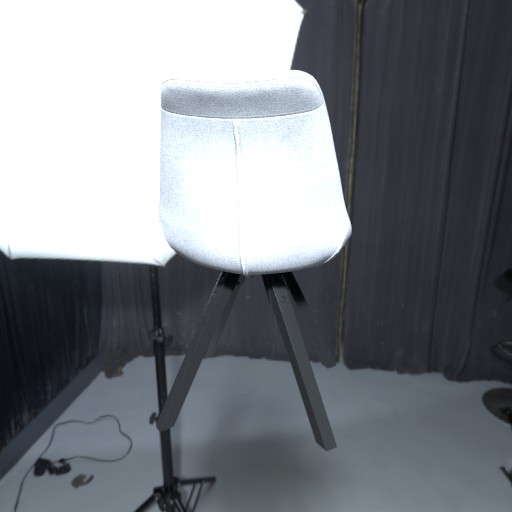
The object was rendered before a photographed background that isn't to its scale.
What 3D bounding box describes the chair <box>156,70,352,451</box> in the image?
[{"bbox_3d":[0.000,0.000,1.170,0.485,0.850,0.550,3,16,9],"label":"chair"}]
